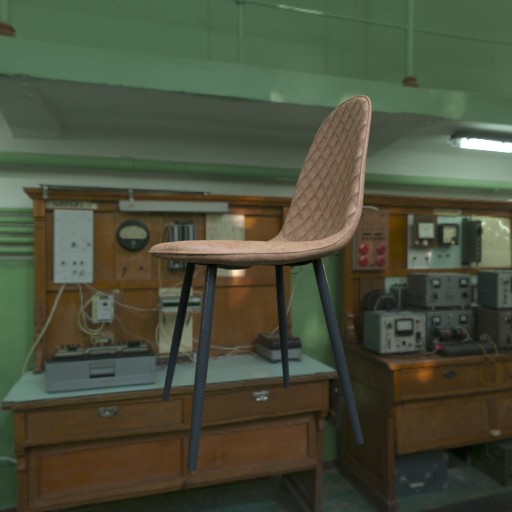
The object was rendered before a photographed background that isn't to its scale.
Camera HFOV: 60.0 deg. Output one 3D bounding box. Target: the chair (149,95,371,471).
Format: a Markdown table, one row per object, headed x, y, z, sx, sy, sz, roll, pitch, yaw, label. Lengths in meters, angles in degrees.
| x | y | z | sx | sy | sz | roll | pitch | yaw | label |
| --- | --- | --- | --- | --- | --- | --- | --- | --- | --- |
| 0.000 | 0.000 | 1.203 | 0.561 | 0.889 | 0.472 | 0 | 1 | -18 | chair |
